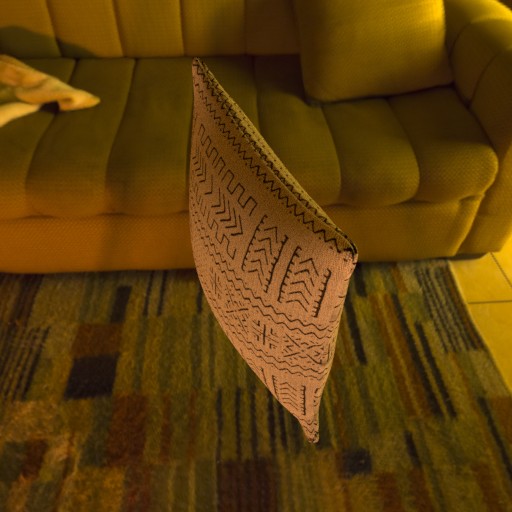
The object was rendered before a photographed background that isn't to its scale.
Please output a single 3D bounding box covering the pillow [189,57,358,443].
[{"bbox_3d":[0.000,0.000,0.665,0.164,0.430,0.438,-18,49,-16],"label":"pillow"}]
